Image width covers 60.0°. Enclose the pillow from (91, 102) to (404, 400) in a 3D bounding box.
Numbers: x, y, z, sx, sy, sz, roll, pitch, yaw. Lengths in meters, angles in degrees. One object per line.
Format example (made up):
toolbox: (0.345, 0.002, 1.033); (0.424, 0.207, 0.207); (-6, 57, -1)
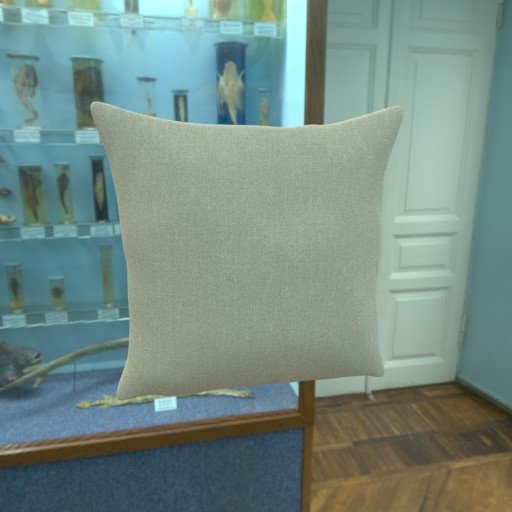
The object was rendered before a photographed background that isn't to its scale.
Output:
pillow: (0.000, 0.000, 0.663); (0.436, 0.432, 0.138); (-2, 14, -10)
